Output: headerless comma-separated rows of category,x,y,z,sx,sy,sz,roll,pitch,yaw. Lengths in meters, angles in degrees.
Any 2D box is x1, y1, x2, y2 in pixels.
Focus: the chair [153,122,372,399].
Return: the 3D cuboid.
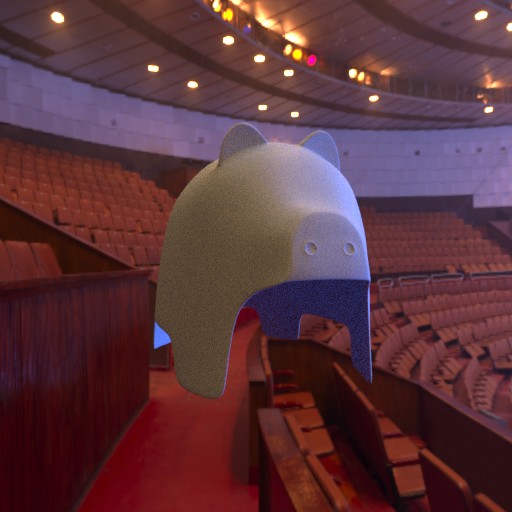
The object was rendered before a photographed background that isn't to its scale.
chair,0.000,0.000,0.865,0.364,0.423,0.619,0,0,-19
